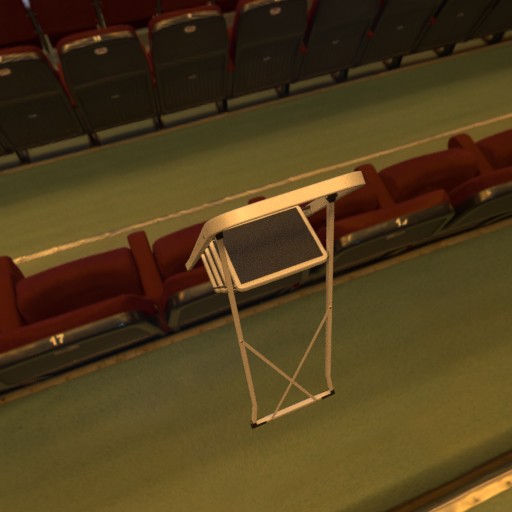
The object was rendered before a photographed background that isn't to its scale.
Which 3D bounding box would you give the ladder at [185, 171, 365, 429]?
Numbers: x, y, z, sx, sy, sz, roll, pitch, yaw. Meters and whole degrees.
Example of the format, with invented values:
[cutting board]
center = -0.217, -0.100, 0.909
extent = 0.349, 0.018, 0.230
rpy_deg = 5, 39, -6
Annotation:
[ladder]
center = 0.000, 0.000, 1.669
extent = 0.460, 1.265, 0.914
rpy_deg = -19, 60, -12
